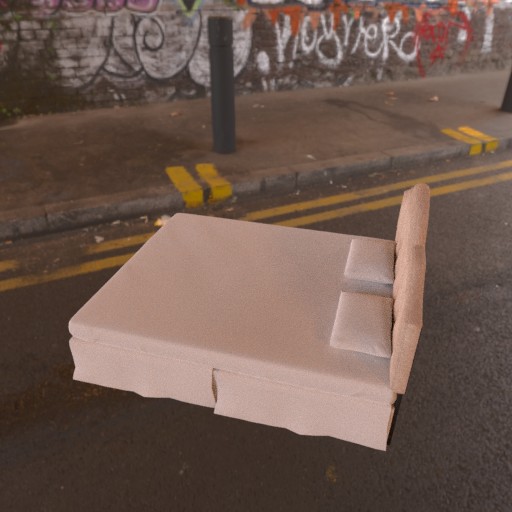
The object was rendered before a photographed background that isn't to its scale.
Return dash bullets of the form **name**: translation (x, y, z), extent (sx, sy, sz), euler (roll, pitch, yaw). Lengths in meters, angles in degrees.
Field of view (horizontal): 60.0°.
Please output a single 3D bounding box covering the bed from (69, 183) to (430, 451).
- **bed**: translation (0.000, 0.000, 2.942), extent (1.970, 1.194, 1.667), euler (9, 33, 14)
